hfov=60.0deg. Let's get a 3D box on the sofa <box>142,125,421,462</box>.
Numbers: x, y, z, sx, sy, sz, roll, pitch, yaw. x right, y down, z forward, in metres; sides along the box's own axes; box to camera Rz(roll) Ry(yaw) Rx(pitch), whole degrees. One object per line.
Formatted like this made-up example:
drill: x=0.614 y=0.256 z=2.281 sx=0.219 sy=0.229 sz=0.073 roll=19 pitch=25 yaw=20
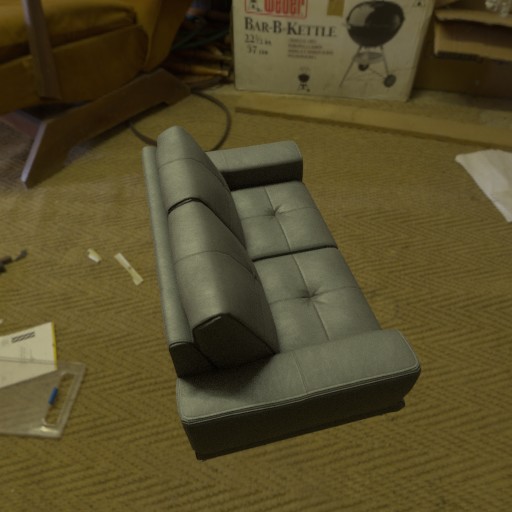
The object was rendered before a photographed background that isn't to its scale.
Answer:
sofa: x=0.000 y=0.000 z=2.379 sx=1.018 sy=0.907 sz=1.806 roll=-10 pitch=48 yaw=-10
